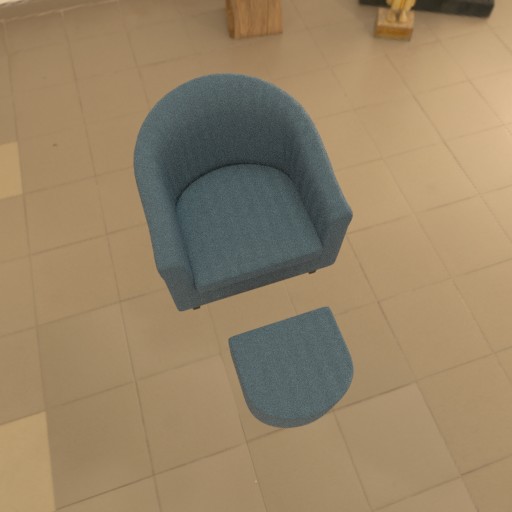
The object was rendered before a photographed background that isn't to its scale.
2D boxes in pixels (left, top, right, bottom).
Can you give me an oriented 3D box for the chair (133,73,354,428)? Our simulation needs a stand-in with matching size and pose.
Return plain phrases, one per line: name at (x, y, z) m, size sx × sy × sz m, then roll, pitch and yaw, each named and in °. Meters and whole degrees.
chair at (0.000, 0.000, 1.793) m, size 0.756 × 0.757 × 1.288 m, roll -17°, pitch 64°, yaw -8°
